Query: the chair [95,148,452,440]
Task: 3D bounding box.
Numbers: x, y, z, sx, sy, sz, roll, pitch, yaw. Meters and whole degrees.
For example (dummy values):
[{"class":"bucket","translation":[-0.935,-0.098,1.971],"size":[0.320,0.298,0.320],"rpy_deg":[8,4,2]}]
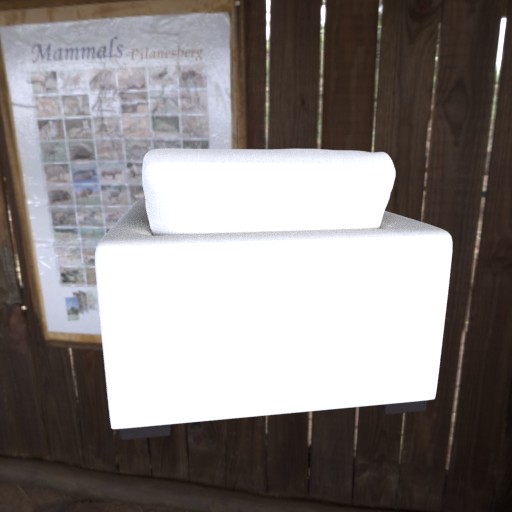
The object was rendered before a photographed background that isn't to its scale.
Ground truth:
[{"class":"chair","translation":[0.000,0.000,1.844],"size":[1.070,0.876,1.100],"rpy_deg":[-2,14,-9]}]
